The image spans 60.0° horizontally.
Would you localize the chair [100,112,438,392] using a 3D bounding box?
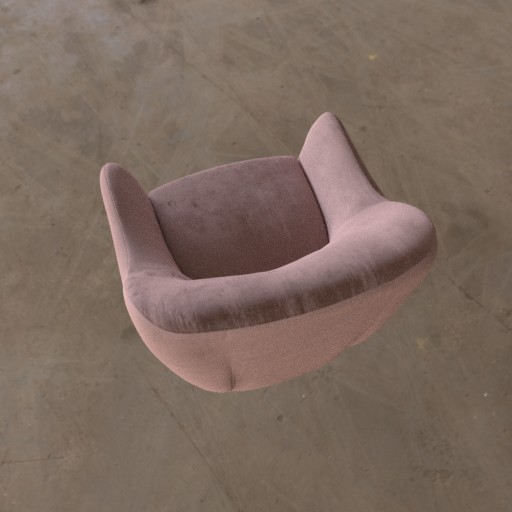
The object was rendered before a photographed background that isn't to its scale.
[{"bbox_3d":[0.000,0.000,1.473,0.840,0.820,0.820,-16,59,-10],"label":"chair"}]
